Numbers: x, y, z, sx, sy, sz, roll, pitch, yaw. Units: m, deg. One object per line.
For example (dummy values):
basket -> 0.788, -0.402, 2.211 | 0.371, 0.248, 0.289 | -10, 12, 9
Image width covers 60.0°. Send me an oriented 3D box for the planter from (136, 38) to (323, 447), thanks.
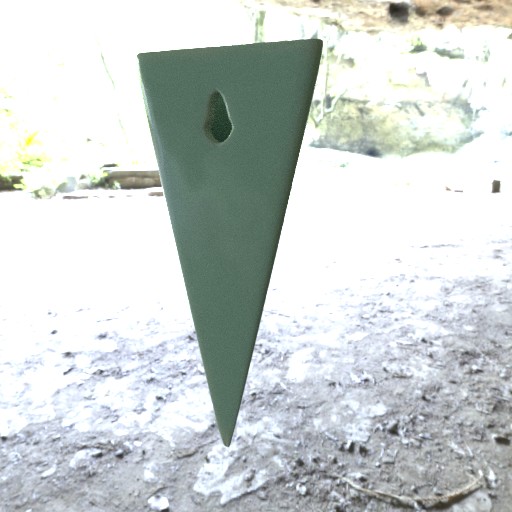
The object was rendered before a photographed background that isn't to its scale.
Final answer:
planter -> 0.000, 0.000, 0.214 | 0.080, 0.178, 0.064 | 9, 20, 26
